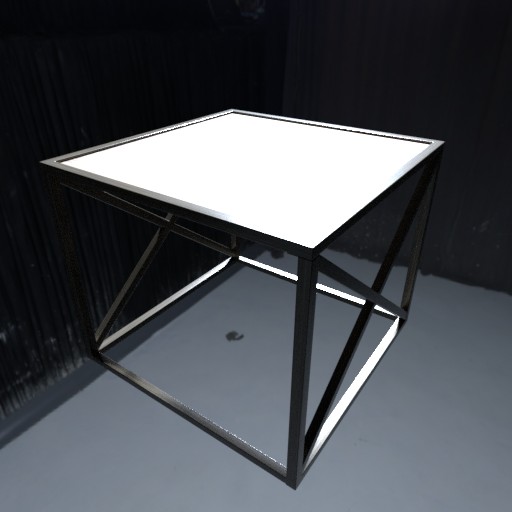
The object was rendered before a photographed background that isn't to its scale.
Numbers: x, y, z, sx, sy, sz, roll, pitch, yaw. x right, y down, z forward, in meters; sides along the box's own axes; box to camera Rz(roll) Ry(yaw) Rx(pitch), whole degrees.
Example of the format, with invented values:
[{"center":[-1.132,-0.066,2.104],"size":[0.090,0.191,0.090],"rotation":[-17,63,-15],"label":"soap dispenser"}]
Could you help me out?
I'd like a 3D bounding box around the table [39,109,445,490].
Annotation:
[{"center":[0.000,0.000,1.056],"size":[0.609,0.507,0.611],"rotation":[19,35,30],"label":"table"}]
